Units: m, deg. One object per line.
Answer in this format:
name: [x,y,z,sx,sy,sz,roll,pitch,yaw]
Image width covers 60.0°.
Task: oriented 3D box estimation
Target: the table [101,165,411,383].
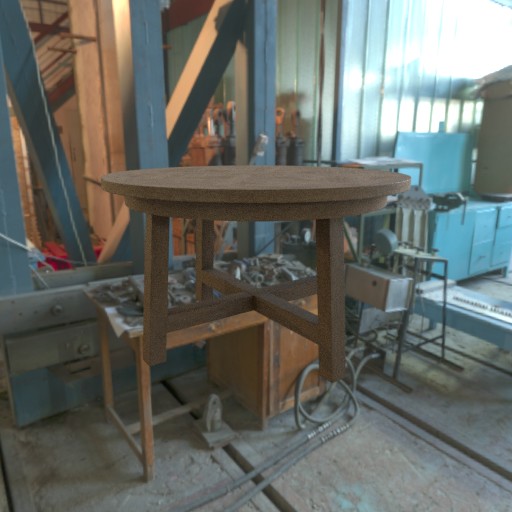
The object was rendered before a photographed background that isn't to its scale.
table: [0.000,0.000,2.081,1.319,0.762,1.319,0,15,0]
